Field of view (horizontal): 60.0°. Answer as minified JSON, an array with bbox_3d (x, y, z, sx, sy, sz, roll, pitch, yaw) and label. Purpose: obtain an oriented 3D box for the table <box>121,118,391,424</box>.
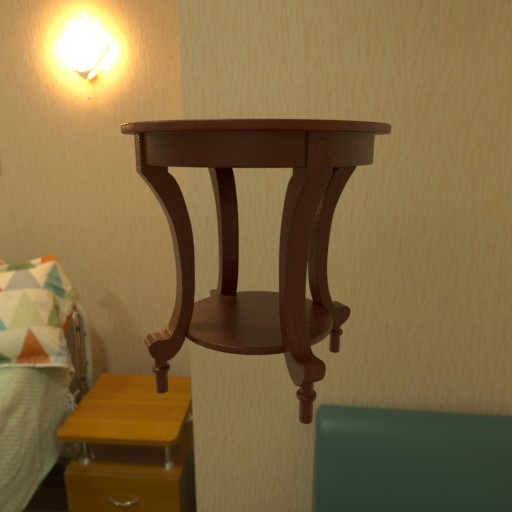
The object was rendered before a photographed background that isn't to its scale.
[{"bbox_3d":[0.000,0.000,1.091,0.597,0.612,0.597,0,14,0],"label":"table"}]
